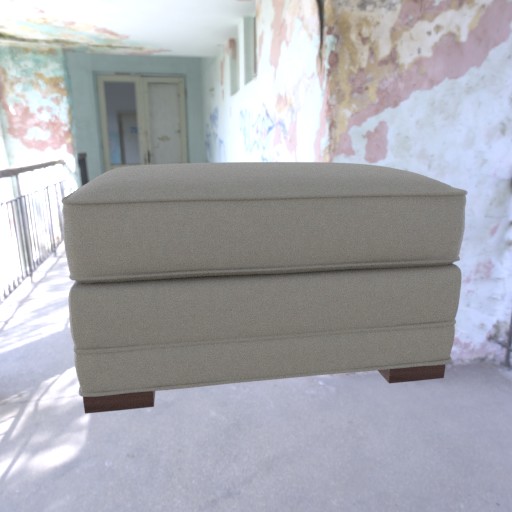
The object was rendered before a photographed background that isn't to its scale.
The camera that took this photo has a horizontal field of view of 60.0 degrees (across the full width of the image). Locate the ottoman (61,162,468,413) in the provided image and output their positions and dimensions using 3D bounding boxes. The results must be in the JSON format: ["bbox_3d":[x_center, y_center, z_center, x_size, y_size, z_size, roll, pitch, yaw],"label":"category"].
[{"bbox_3d":[0.000,0.000,1.182,0.848,0.482,0.611,-3,16,-10],"label":"ottoman"}]
